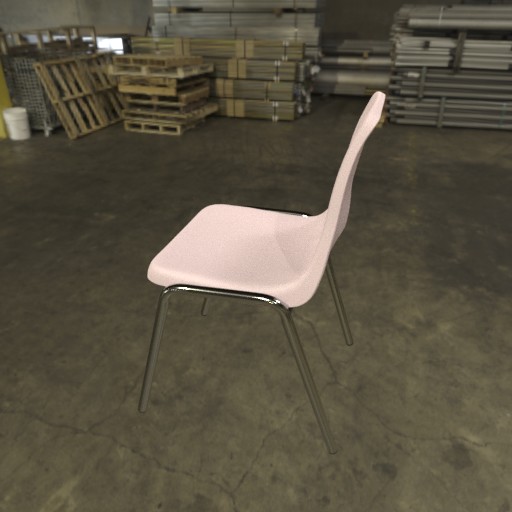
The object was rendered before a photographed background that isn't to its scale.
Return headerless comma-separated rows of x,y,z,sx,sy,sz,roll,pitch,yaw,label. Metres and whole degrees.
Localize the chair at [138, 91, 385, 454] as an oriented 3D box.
0.000,0.000,0.918,0.436,0.653,0.381,8,31,14,chair
